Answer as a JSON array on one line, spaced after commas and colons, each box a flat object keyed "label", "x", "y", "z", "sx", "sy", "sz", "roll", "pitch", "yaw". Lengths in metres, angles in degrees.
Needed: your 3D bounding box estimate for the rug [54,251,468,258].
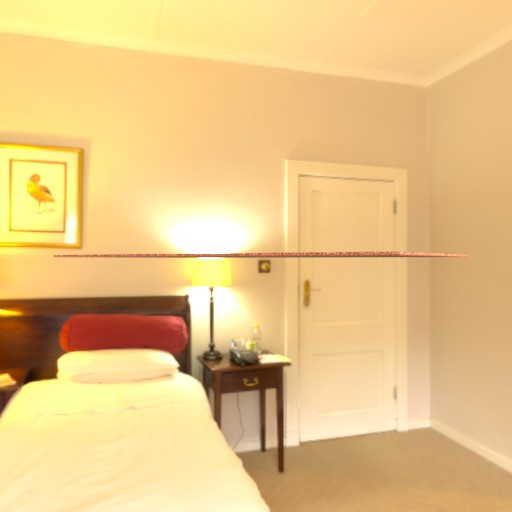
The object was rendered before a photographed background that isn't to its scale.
[{"label": "rug", "x": 0.000, "y": 0.000, "z": 3.064, "sx": 2.438, "sy": 0.015, "sz": 1.524, "roll": 0, "pitch": -1, "yaw": 35}]
